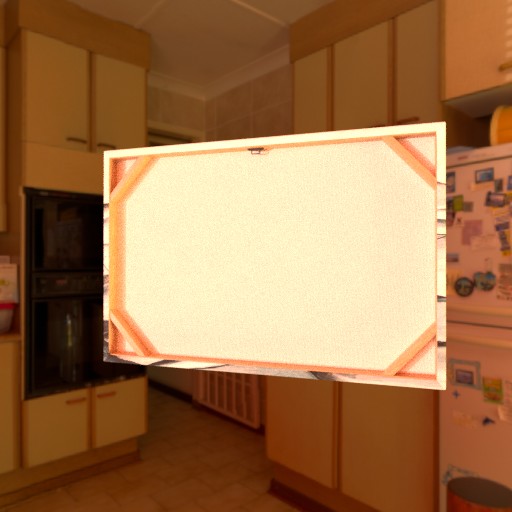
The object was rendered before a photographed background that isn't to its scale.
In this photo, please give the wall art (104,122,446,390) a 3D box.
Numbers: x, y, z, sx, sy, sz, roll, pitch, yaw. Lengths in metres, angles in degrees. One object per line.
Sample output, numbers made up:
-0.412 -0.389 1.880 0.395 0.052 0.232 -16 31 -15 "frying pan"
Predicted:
0.000 0.000 1.160 0.914 0.609 0.039 0 0 18 "wall art"
